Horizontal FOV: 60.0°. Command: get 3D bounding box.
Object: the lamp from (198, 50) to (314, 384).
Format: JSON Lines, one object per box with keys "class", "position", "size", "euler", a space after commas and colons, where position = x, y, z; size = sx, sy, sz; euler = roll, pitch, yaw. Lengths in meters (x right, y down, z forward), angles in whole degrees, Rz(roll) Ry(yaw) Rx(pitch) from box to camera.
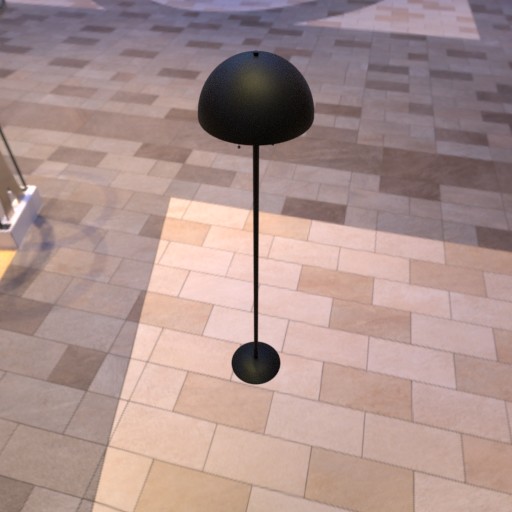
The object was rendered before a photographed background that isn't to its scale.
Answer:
{"class": "lamp", "position": [0.000, 0.000, 1.656], "size": [0.328, 1.480, 0.328], "euler": [-24, 50, -22]}
